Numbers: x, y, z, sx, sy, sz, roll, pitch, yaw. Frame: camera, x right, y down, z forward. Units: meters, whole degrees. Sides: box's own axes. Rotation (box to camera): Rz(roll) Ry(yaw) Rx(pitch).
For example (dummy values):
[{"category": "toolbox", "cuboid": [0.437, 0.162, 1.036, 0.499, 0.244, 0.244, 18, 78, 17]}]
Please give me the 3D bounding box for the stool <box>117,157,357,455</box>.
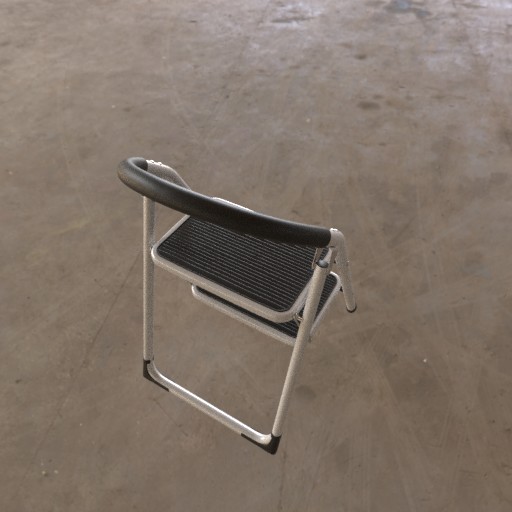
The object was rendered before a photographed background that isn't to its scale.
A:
[{"category": "stool", "cuboid": [0.000, 0.000, 1.104, 0.453, 0.760, 0.559, 23, 51, 21]}]
